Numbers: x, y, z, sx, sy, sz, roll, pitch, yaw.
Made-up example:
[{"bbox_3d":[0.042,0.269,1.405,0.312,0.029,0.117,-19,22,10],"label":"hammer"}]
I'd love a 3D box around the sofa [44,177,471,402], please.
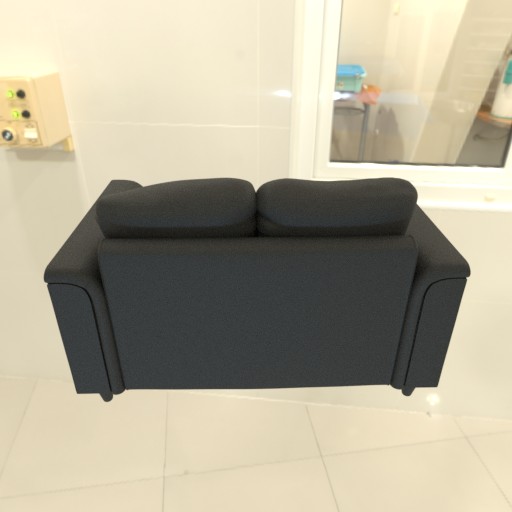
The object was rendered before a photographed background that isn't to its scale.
[{"bbox_3d":[0.000,0.000,1.896,1.386,0.845,0.887,-1,30,-1],"label":"sofa"}]
